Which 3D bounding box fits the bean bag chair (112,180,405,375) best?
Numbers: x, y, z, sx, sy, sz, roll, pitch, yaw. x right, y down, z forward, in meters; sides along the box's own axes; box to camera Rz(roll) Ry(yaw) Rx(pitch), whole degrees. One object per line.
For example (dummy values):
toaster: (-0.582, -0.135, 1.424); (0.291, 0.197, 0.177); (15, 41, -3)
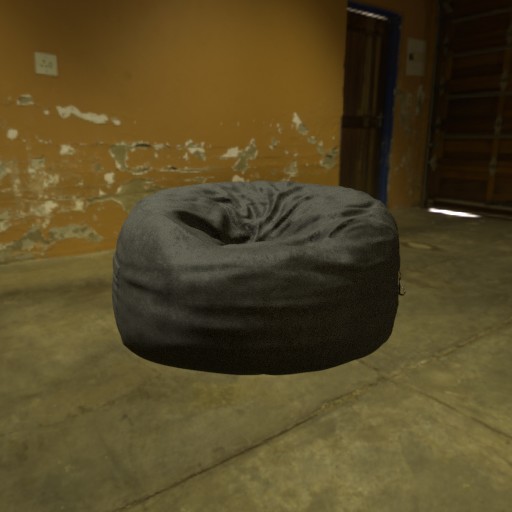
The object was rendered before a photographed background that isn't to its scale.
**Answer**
bean bag chair: (0.000, 0.000, 2.418); (1.525, 0.751, 1.525); (0, 14, 0)
